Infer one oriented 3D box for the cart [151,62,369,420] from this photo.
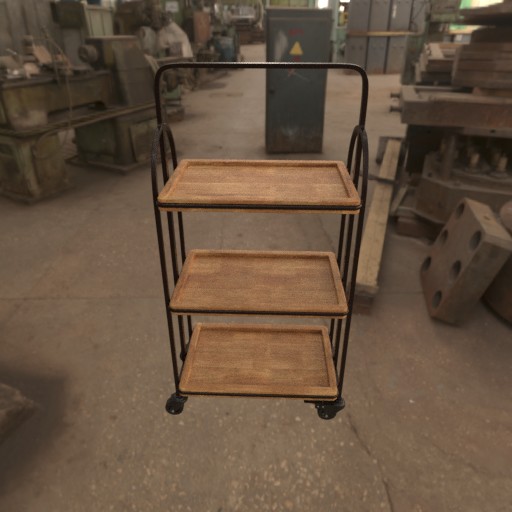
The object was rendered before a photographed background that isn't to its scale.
[{"bbox_3d":[0.000,0.000,1.248,0.553,1.001,0.327,1,29,2],"label":"cart"}]
